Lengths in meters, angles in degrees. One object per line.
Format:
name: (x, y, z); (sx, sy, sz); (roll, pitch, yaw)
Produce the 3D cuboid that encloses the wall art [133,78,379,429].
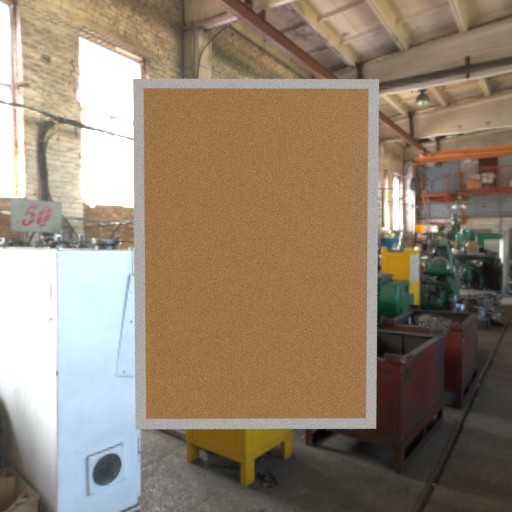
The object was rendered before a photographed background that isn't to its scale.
wall art: (0.000, 0.000, 0.836); (0.456, 0.656, 0.013); (0, 2, 0)
